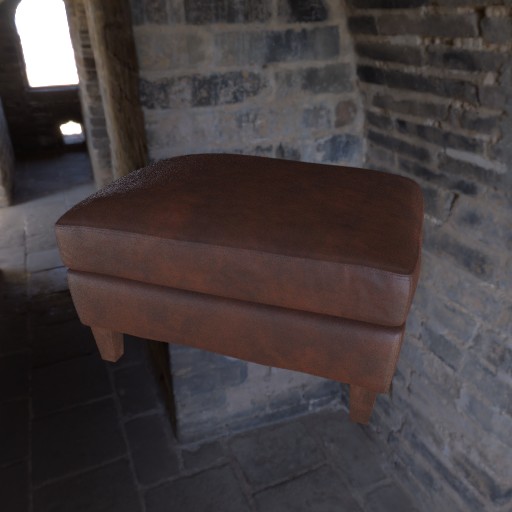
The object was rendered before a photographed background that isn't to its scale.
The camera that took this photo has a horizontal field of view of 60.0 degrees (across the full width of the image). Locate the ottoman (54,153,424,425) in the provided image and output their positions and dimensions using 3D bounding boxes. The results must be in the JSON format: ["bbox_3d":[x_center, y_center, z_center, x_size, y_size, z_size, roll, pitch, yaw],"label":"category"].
[{"bbox_3d":[0.000,0.000,1.304,0.887,0.527,0.659,9,29,16],"label":"ottoman"}]
